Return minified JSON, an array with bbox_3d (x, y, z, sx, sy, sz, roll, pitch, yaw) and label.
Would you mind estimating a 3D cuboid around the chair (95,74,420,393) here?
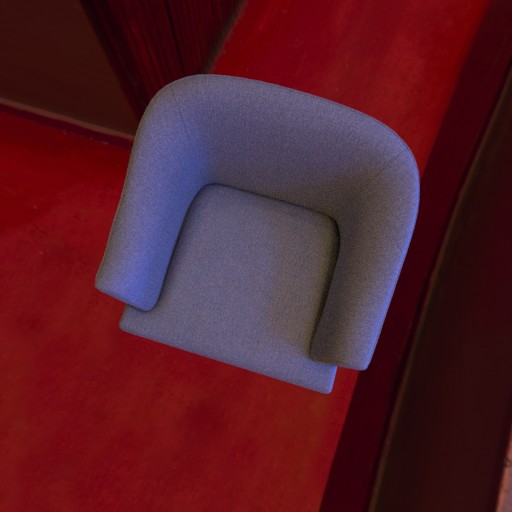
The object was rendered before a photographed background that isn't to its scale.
[{"bbox_3d":[0.000,0.000,1.436,0.798,0.815,0.704,16,77,4],"label":"chair"}]
